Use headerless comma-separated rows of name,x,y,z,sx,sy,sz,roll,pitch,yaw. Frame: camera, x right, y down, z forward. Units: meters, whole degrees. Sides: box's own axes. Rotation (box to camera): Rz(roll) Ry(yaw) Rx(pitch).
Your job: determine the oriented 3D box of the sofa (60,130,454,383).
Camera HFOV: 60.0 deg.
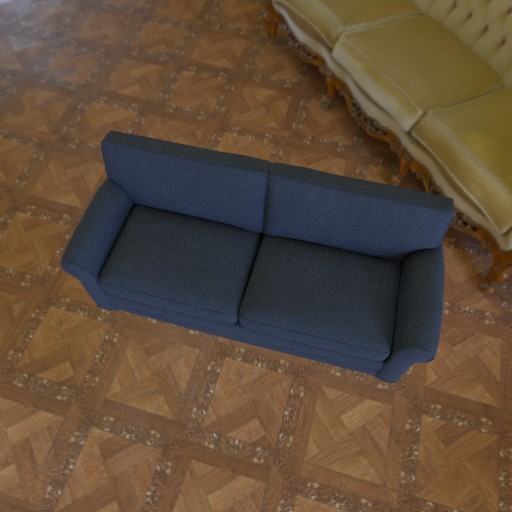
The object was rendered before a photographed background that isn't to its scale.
sofa,0.000,0.000,2.967,2.391,1.026,0.954,13,60,8
